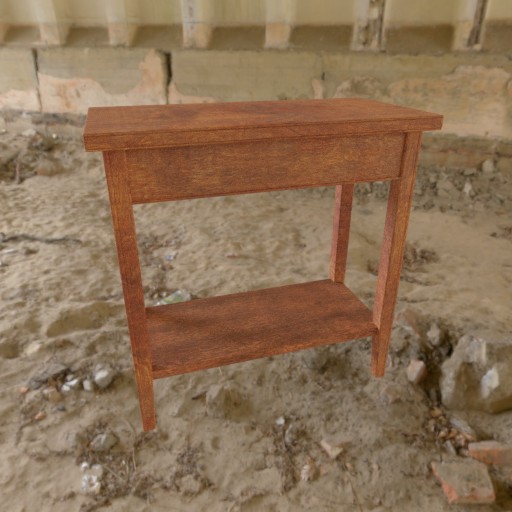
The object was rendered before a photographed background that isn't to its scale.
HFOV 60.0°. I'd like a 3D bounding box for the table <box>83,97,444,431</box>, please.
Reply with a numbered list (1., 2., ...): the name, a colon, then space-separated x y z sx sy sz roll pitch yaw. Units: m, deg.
1. table: 0.000 0.000 0.972 0.610 0.610 0.305 -8 27 -16
